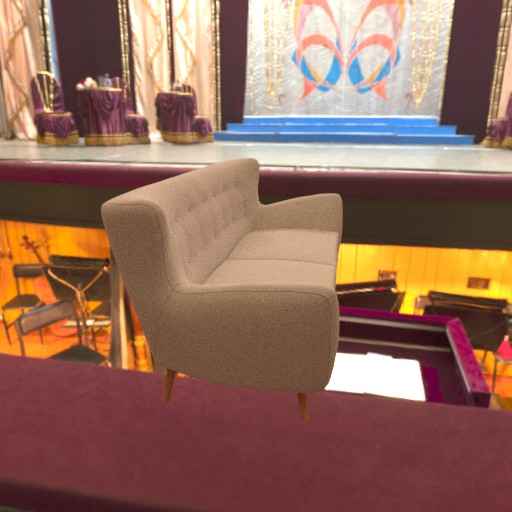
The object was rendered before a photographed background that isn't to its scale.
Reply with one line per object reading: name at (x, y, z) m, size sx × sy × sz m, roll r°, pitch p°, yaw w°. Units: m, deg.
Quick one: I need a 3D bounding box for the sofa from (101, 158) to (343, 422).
sofa at (0.000, 0.000, 2.375) m, size 0.899 × 0.890 × 1.930 m, roll 3°, pitch 17°, yaw 10°
